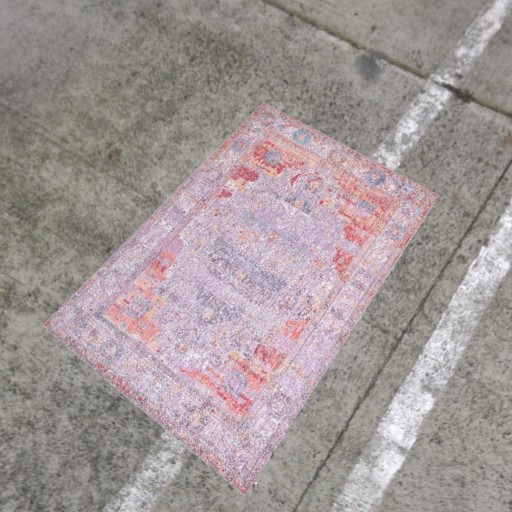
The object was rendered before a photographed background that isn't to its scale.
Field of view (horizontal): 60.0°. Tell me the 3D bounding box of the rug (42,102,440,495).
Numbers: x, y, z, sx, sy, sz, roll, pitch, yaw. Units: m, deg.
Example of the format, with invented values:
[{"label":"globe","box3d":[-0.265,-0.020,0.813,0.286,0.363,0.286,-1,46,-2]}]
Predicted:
[{"label":"rug","box3d":[0.000,0.000,2.308,1.219,0.005,1.829,33,67,16]}]
